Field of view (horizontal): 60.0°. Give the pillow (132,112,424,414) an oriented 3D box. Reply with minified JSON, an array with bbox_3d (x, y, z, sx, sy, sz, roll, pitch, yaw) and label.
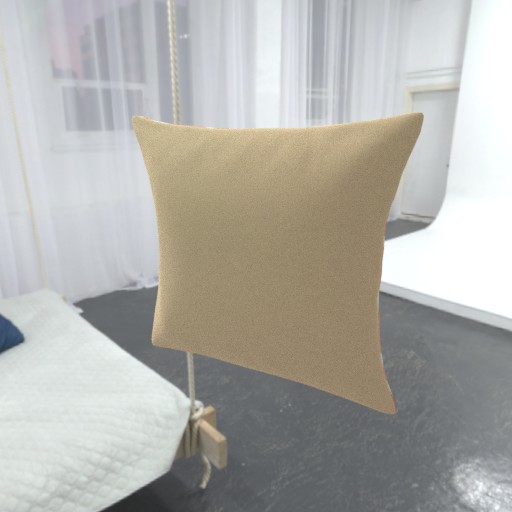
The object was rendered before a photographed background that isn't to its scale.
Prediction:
[{"bbox_3d":[0.000,0.000,0.831,0.552,0.508,0.166,9,18,27],"label":"pillow"}]
